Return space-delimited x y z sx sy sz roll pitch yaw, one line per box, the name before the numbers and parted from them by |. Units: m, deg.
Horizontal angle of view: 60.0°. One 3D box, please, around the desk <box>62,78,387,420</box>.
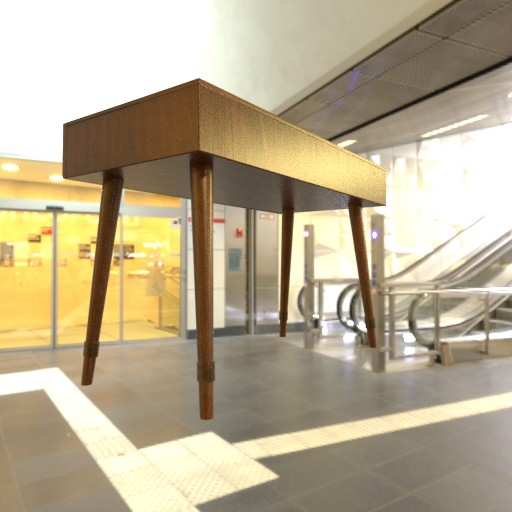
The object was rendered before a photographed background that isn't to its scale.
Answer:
desk | 0.000 0.000 2.157 0.734 1.031 1.577 -1 -1 36
